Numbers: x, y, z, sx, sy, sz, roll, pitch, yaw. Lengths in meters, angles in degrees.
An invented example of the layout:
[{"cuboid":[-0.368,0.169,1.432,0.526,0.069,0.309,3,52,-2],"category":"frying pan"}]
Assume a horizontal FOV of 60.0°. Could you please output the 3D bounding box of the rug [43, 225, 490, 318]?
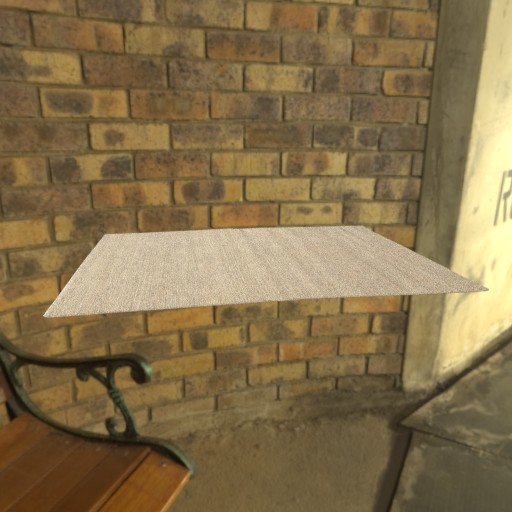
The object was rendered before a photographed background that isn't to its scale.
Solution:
[{"cuboid":[0.000,0.000,4.833,3.626,0.051,2.757,-2,16,-9],"category":"rug"}]
